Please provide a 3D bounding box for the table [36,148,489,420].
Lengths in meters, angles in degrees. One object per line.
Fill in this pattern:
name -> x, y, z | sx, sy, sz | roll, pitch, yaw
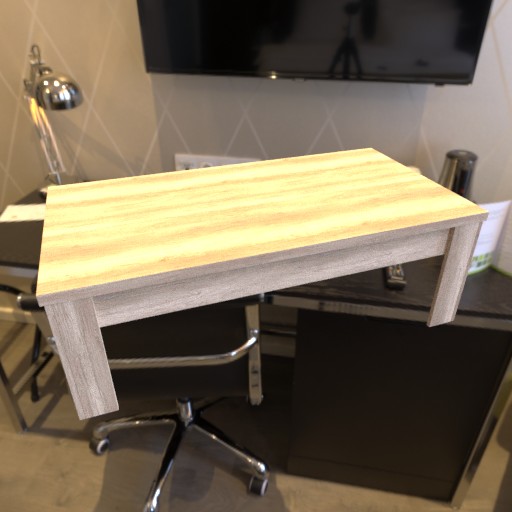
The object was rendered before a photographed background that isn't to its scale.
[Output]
table -> 0.000, 0.000, 1.637 | 1.350, 0.460, 0.700 | -11, 33, -17
